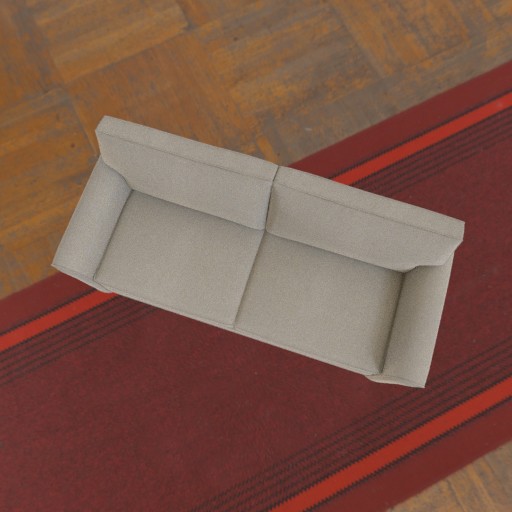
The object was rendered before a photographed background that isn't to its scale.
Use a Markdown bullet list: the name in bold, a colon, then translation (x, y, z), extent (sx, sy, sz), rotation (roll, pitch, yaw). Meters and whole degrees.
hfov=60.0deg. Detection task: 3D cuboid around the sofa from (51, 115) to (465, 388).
- **sofa**: translation (0.000, 0.000, 2.609), extent (2.146, 0.962, 0.901), rotation (17, 76, 5)
